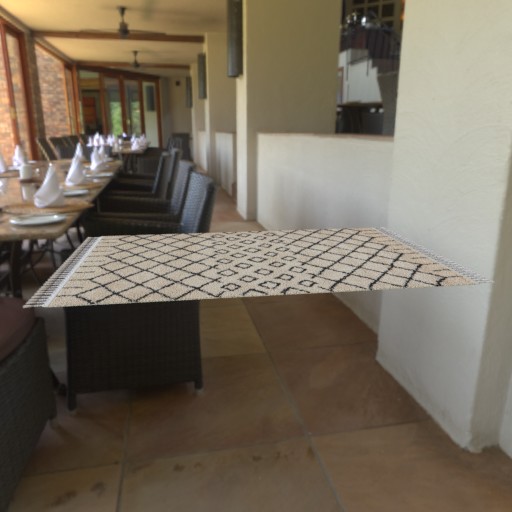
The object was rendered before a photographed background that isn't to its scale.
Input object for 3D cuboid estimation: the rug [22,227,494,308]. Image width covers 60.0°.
[{"bbox_3d":[0.000,0.000,2.422,2.006,0.008,1.196,-2,16,-8],"label":"rug"}]
